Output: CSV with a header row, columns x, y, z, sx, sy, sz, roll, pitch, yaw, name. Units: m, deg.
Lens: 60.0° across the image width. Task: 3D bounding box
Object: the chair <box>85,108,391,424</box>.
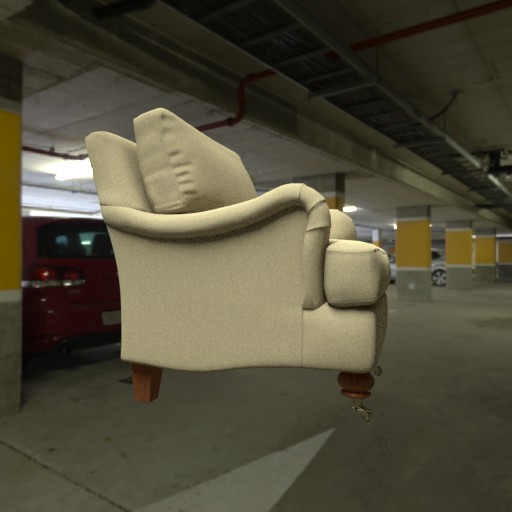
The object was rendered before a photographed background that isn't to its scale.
x,y,z,sx,sy,sz,roll,pitch,yaw,name
0.000,0.000,1.861,1.078,1.076,0.895,0,-1,18,chair
